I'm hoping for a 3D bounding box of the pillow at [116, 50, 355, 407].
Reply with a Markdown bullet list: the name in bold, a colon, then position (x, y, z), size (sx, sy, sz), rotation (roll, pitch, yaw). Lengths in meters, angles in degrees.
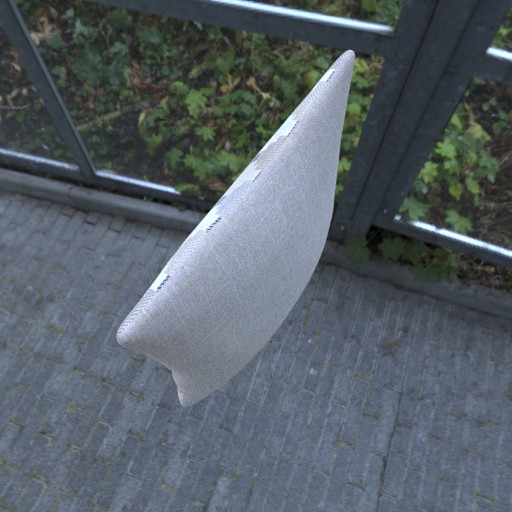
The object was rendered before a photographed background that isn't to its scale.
- **pillow**: position (0.000, 0.000, 0.849), size (0.192, 0.558, 0.578), rotation (31, 68, 14)
